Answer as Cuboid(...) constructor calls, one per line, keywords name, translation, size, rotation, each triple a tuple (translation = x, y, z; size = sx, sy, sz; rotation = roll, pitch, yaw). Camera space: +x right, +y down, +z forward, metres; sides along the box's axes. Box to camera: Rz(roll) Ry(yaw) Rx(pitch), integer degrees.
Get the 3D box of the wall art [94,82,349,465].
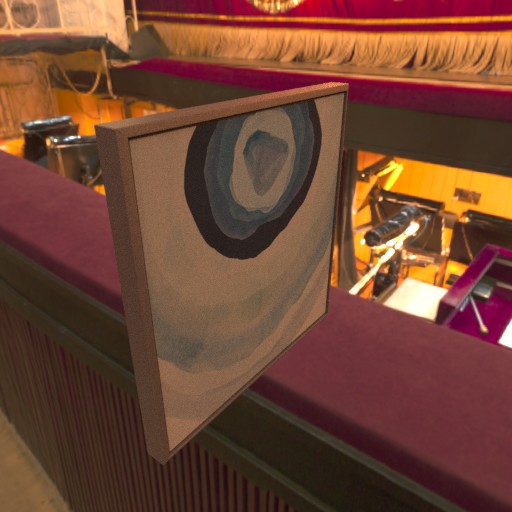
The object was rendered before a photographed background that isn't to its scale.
Cuboid(name="wall art", translation=(0.000, 0.000, 0.516), size=(0.028, 0.349, 0.349), rotation=(20, 33, 33))
